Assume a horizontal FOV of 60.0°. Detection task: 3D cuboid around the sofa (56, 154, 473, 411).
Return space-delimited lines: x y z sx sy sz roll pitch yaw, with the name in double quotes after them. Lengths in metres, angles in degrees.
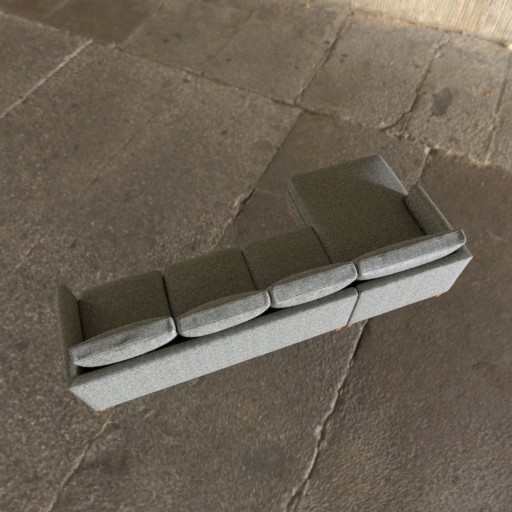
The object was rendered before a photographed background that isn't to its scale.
0.000 0.000 4.140 3.485 0.960 1.635 -17 58 -11 "sofa"
